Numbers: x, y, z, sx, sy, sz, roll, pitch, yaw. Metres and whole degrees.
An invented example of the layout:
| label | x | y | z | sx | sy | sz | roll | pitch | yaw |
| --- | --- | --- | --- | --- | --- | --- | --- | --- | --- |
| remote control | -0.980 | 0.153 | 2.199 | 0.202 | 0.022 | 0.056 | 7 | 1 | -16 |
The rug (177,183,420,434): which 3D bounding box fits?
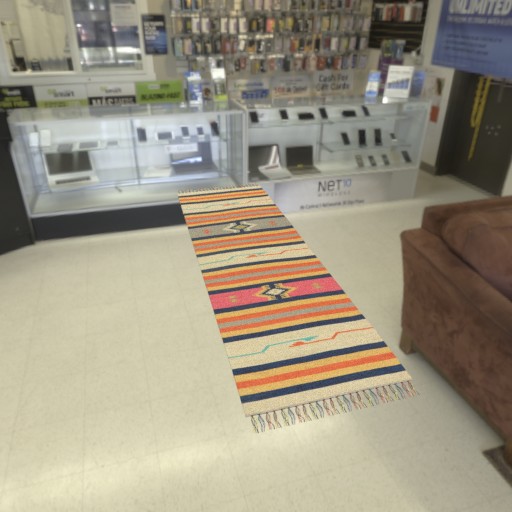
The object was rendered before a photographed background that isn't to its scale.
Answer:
| label | x | y | z | sx | sy | sz | roll | pitch | yaw |
| --- | --- | --- | --- | --- | --- | --- | --- | --- | --- |
| rug | 0.000 | 0.000 | 2.671 | 0.695 | 0.017 | 2.455 | -8 | 30 | -13 |
